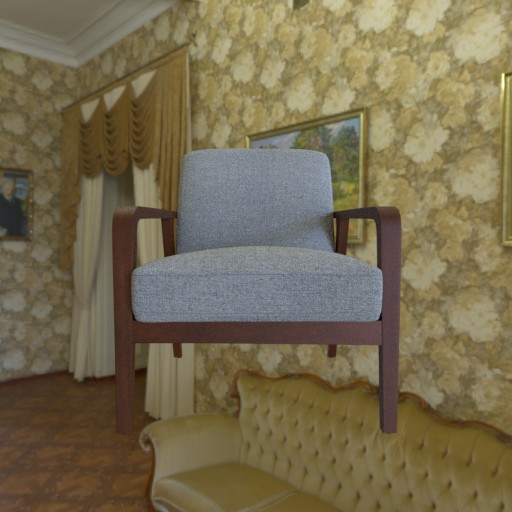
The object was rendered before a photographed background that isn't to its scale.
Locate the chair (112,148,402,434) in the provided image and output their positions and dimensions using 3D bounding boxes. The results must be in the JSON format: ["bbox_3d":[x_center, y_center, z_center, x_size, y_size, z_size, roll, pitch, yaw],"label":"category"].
[{"bbox_3d":[0.000,0.000,1.465,0.704,0.847,0.858,0,1,0],"label":"chair"}]
